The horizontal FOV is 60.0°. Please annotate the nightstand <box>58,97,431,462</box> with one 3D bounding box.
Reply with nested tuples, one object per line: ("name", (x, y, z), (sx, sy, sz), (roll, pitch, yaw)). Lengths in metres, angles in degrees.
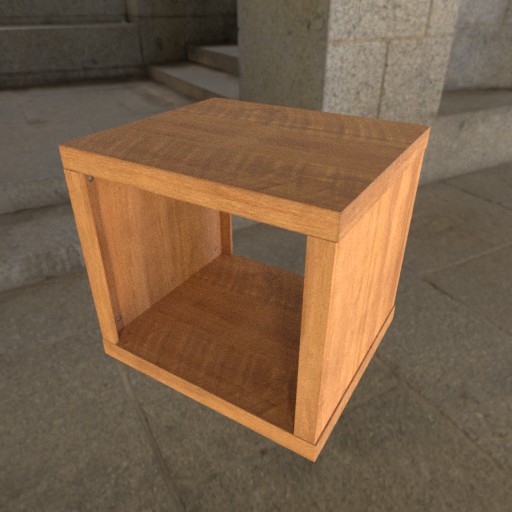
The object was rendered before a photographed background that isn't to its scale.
("nightstand", (0.000, 0.000, 0.893), (0.493, 0.491, 0.436), (17, 35, 27))
